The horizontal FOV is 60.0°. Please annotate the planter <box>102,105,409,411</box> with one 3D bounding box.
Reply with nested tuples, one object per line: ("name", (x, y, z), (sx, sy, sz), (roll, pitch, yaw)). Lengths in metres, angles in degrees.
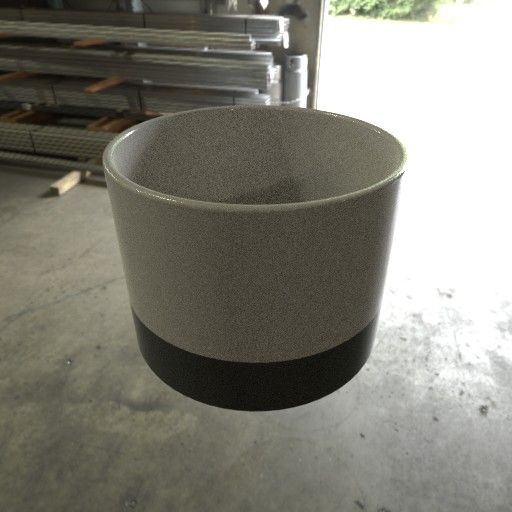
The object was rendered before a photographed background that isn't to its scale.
("planter", (0.000, 0.000, 0.336), (0.193, 0.177, 0.193), (0, 33, 0))
